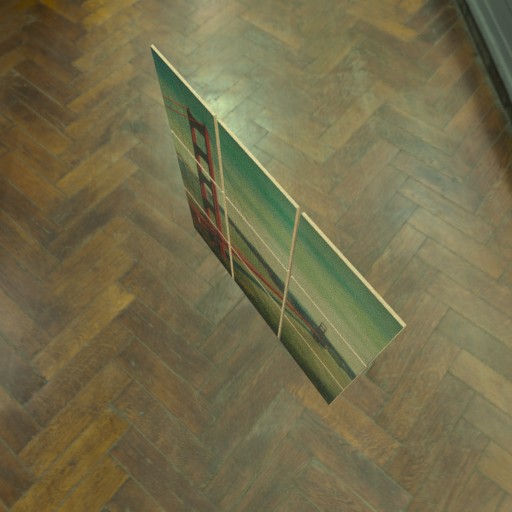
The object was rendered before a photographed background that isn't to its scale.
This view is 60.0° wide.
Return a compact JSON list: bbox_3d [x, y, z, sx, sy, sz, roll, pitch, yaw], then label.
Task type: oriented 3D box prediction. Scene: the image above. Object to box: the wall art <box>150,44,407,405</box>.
[{"bbox_3d":[0.000,0.000,2.265,0.014,1.507,1.519,-33,68,-15],"label":"wall art"}]
